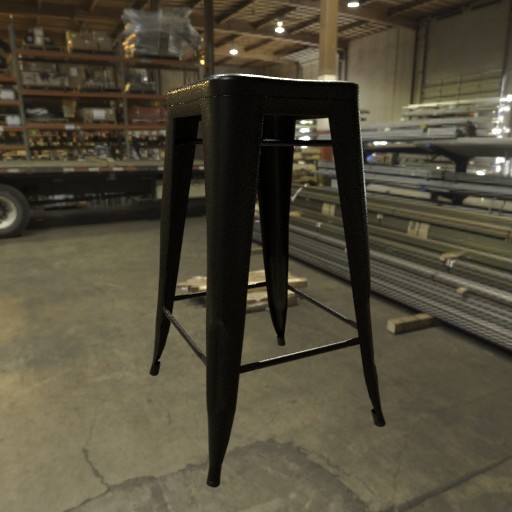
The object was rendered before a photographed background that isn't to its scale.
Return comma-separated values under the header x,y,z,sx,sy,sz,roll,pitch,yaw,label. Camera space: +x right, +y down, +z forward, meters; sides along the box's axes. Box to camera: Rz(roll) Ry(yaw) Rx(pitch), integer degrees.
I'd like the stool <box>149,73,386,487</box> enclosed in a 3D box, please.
x,y,z,sx,sy,sz,roll,pitch,yaw,label
0.000,0.000,0.849,0.359,0.609,0.399,-7,17,-26,stool
